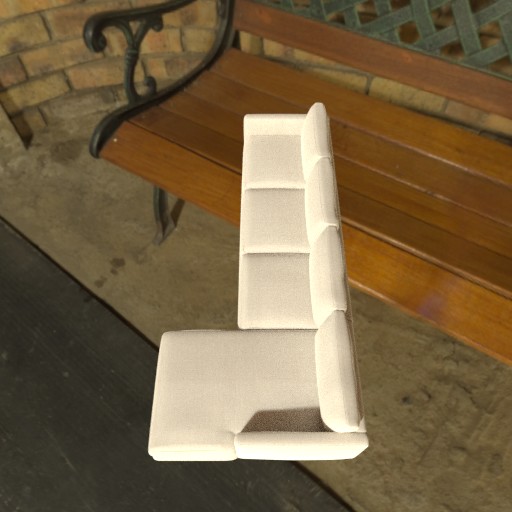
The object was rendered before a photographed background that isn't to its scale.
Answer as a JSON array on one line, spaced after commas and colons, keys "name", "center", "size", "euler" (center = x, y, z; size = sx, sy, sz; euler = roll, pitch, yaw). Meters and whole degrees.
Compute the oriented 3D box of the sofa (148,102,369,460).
[{"name": "sofa", "center": [0.000, 0.000, 2.934], "size": [1.126, 0.677, 2.445], "euler": [0, 57, 0]}]
